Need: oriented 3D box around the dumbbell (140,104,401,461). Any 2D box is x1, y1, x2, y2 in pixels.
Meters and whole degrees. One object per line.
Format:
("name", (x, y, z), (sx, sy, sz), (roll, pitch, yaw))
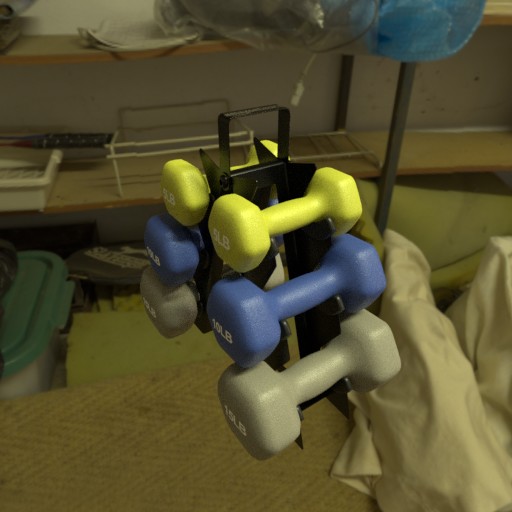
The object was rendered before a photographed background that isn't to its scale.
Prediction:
("dumbbell", (0.000, 0.000, 0.664), (0.261, 0.426, 0.416), (-20, 37, -29))
